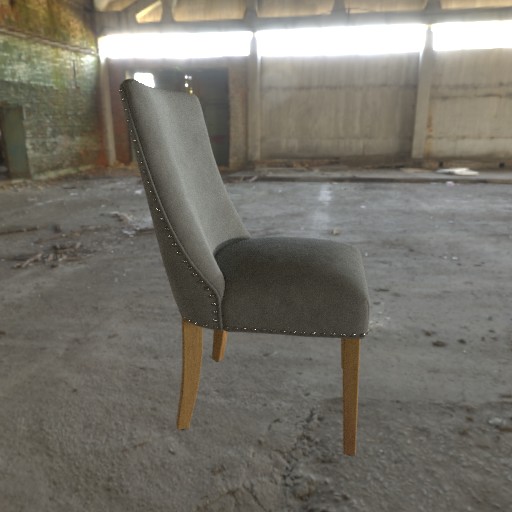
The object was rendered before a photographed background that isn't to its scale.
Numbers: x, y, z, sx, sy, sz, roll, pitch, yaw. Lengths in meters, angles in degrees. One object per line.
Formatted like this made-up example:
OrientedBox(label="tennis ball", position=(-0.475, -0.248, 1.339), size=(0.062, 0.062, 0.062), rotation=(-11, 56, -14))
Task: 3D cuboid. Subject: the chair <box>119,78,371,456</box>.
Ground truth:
OrientedBox(label="chair", position=(0.000, 0.000, 1.251), size=(0.610, 0.902, 0.495), rotation=(3, 16, 9))
